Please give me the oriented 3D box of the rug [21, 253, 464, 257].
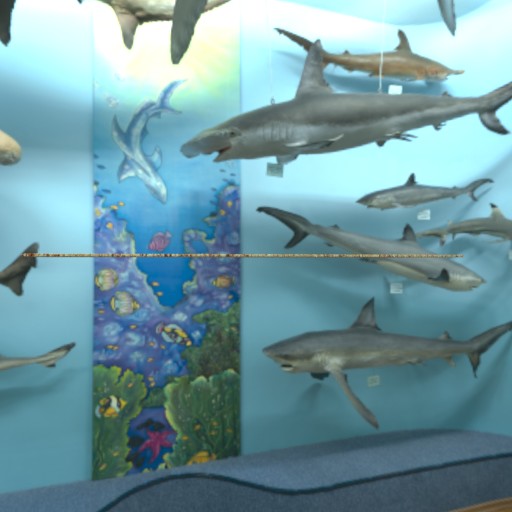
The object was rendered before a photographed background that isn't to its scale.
[{"bbox_3d":[0.000,0.000,2.481,2.237,0.014,0.680,0,0,-17],"label":"rug"}]
